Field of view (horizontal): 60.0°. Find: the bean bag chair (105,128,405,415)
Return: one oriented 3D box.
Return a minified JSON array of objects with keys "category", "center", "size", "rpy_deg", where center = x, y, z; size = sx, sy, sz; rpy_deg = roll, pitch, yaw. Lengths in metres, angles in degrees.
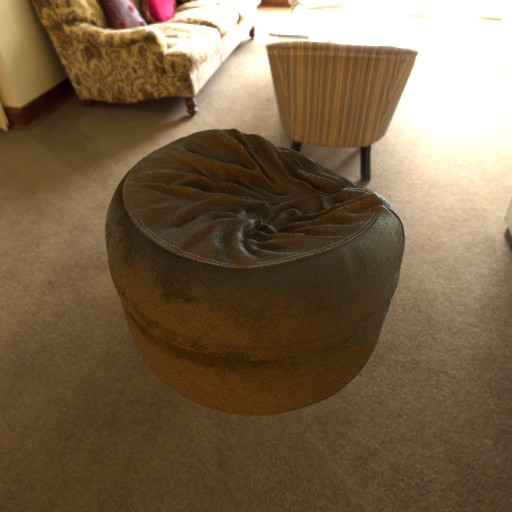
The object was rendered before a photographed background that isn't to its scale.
[{"category":"bean bag chair","center":[0.000,0.000,1.468],"size":[0.918,0.605,0.918],"rpy_deg":[0,41,0]}]
